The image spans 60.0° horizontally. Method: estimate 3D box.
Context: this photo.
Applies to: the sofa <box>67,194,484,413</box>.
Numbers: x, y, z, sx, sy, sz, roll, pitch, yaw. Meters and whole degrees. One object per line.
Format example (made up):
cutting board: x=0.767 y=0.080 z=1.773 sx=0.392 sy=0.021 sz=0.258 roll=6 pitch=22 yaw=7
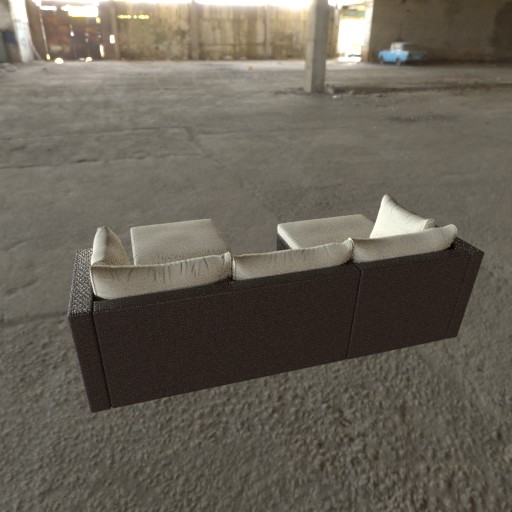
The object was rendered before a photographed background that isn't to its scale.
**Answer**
sofa: x=0.000 y=0.000 z=2.991 sx=2.192 sy=0.766 sz=1.612 roll=-8 pitch=27 yaw=-15
